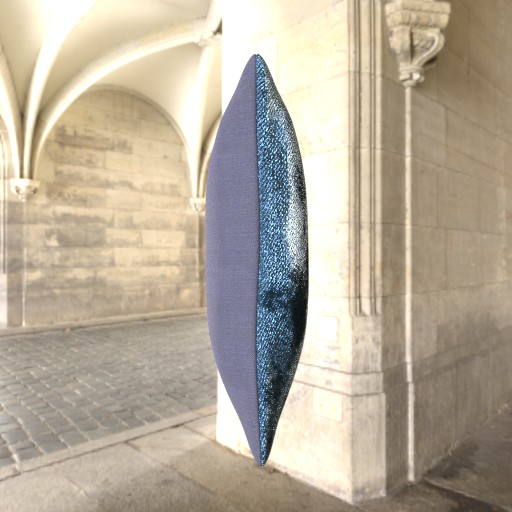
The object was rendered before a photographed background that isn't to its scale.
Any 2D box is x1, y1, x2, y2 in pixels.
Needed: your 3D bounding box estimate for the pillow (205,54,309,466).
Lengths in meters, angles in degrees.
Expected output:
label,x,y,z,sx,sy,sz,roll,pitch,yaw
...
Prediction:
label,x,y,z,sx,sy,sz,roll,pitch,yaw
pillow,0.000,0.000,0.667,0.138,0.430,0.436,0,0,-1
